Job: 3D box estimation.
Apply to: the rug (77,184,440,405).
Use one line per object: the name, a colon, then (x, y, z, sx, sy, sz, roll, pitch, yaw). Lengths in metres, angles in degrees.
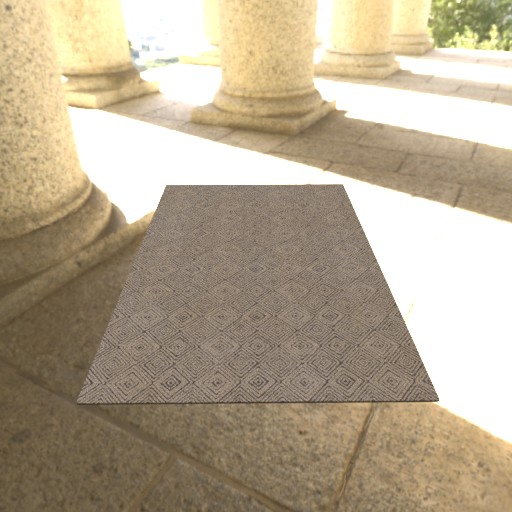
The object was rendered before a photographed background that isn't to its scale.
rug: (0.000, 0.000, 2.185, 1.175, 0.008, 1.783, 0, 32, 0)
